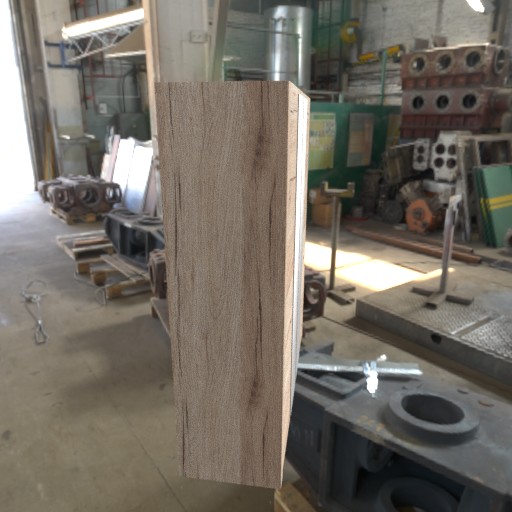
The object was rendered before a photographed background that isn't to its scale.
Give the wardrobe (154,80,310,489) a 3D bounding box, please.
[{"bbox_3d":[0.000,0.000,2.993,0.580,2.070,1.810,3,18,9],"label":"wardrobe"}]
